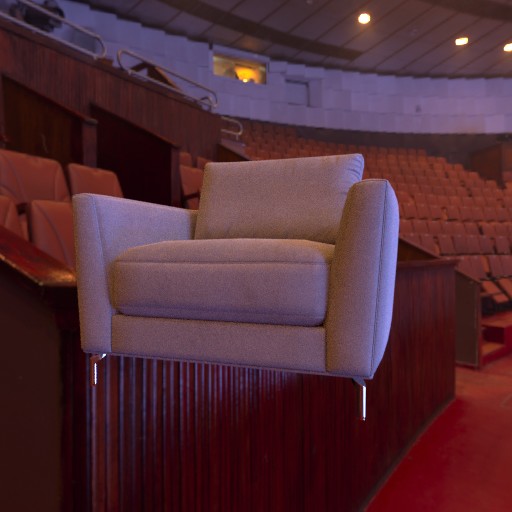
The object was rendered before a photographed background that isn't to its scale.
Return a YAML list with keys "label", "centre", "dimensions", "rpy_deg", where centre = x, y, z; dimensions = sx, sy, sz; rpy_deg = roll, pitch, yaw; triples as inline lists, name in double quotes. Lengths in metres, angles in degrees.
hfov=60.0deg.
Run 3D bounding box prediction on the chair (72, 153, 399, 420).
- label: "chair"
  centre: [0.000, 0.000, 1.704]
  dimensions: [1.041, 0.864, 0.889]
  rpy_deg: [0, 1, 19]
